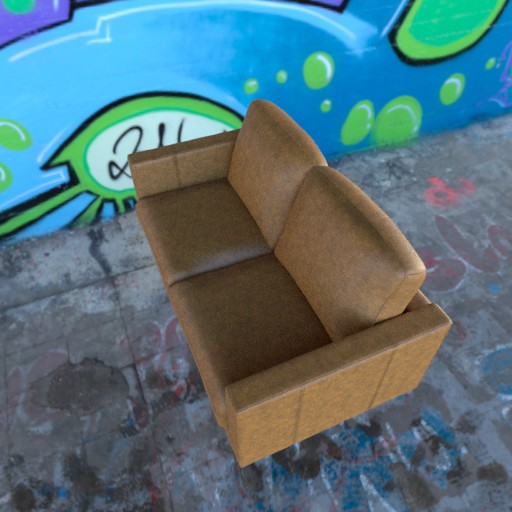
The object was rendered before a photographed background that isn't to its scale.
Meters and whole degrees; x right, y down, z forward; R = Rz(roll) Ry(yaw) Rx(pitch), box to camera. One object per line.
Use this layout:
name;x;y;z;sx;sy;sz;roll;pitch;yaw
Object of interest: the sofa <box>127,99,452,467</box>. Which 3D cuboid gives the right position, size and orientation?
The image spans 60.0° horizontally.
sofa;0.000;0.000;2.162;0.909;0.951;1.578;-18;49;-16
